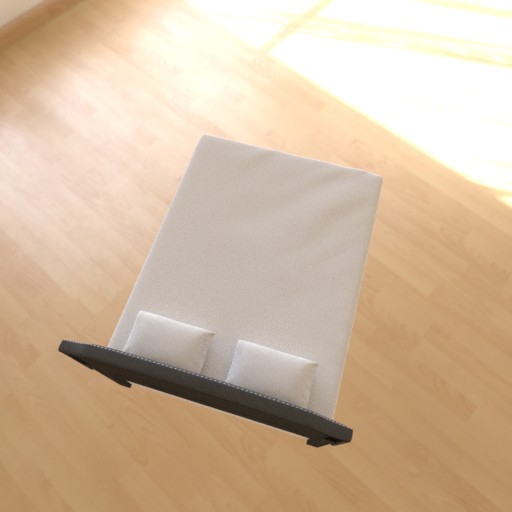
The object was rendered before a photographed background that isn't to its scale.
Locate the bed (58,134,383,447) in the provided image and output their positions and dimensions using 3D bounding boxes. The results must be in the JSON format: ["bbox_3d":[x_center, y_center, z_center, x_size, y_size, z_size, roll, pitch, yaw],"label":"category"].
[{"bbox_3d":[0.000,0.000,2.968,1.558,1.270,1.999,15,66,7],"label":"bed"}]
